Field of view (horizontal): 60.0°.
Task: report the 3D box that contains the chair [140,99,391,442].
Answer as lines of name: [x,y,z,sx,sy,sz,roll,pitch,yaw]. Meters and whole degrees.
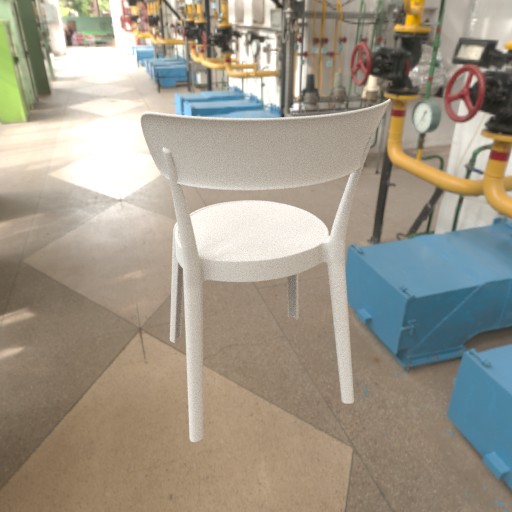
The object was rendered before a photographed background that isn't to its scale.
chair: [0.000,0.000,1.137,0.506,0.790,0.491,-8,29,-15]
